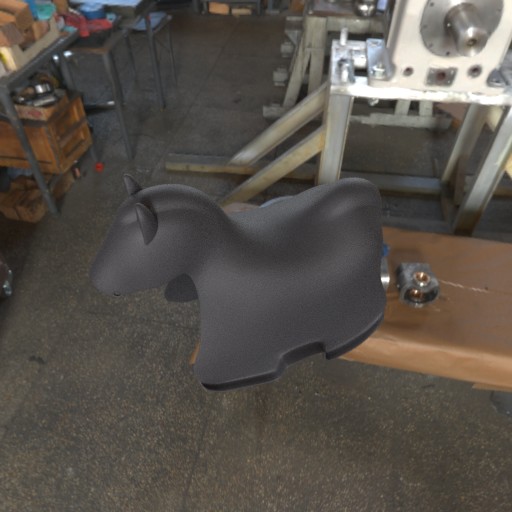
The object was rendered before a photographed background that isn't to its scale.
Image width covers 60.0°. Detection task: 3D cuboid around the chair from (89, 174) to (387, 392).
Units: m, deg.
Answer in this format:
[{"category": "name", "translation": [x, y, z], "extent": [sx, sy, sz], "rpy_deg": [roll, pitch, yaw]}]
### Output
[{"category": "chair", "translation": [0.000, 0.000, 1.163], "extent": [0.800, 0.612, 0.429], "rpy_deg": [-18, 49, -16]}]
